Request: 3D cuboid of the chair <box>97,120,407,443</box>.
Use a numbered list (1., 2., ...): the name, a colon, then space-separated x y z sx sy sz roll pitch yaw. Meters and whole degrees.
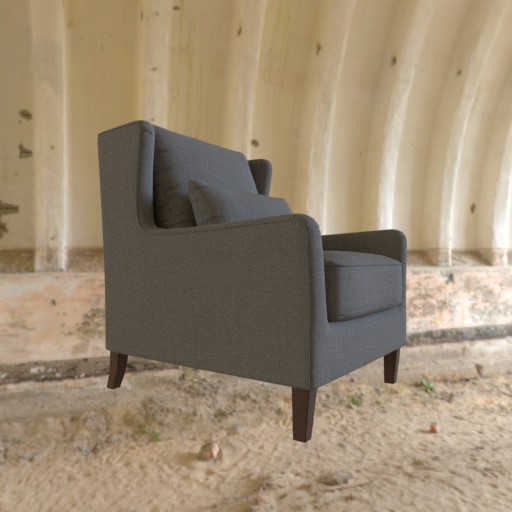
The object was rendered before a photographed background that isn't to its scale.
1. chair: 0.000 0.000 1.813 1.040 1.056 0.866 0 -1 36
